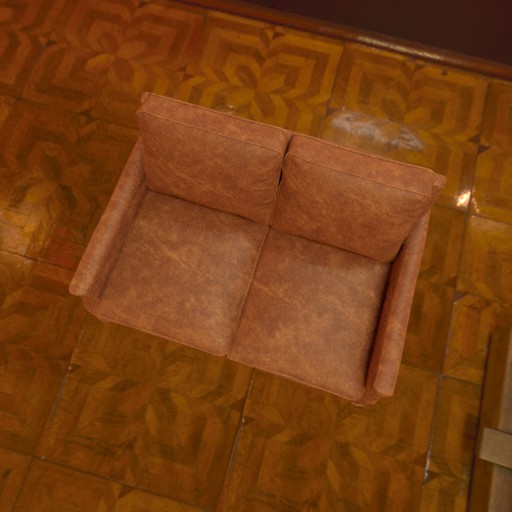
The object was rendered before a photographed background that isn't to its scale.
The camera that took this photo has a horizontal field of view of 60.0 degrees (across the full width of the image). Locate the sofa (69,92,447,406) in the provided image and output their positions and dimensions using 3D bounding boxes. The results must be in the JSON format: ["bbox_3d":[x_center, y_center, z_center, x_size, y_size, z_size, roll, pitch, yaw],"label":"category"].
[{"bbox_3d":[0.000,0.000,2.285,1.597,1.003,1.084,17,74,5],"label":"sofa"}]
